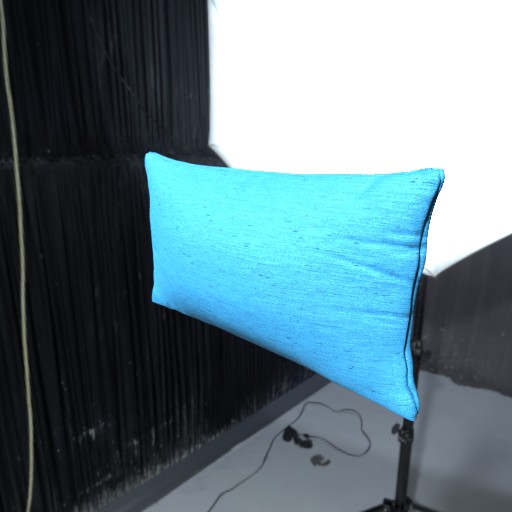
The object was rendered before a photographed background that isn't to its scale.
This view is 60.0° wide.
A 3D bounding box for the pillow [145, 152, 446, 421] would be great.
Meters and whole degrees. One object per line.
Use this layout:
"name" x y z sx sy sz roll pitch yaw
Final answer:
"pillow" 0.000 0.000 0.776 0.633 0.338 0.210 15 21 42
